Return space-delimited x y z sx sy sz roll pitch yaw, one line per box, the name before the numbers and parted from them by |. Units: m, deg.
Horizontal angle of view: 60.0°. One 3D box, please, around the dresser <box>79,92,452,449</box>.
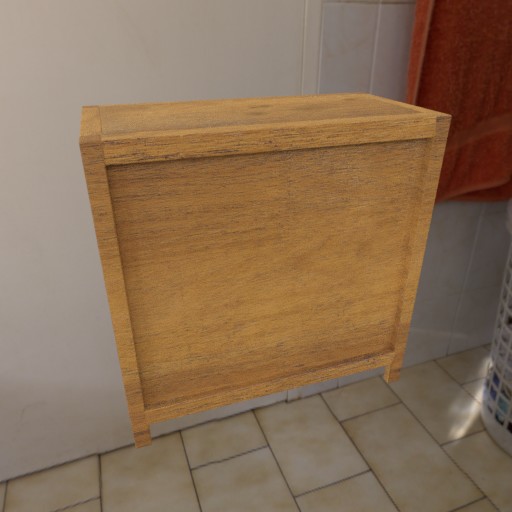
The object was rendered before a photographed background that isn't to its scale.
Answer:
dresser | 0.000 0.000 1.263 0.804 0.804 0.427 -9 29 -16
